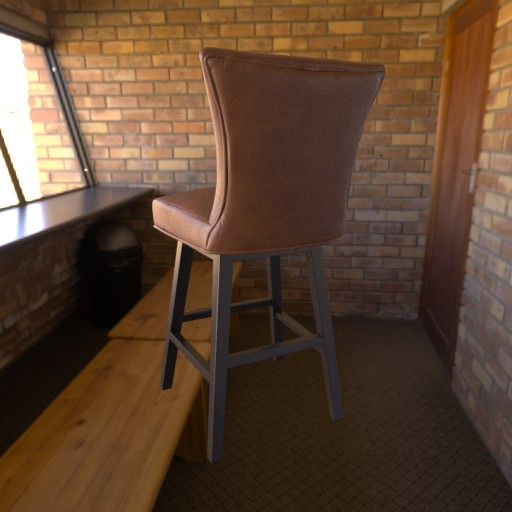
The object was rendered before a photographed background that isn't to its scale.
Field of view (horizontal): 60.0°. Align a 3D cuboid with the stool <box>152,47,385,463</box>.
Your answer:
[{"bbox_3d":[0.000,0.000,1.389,0.522,1.094,0.585,-7,17,-26],"label":"stool"}]
